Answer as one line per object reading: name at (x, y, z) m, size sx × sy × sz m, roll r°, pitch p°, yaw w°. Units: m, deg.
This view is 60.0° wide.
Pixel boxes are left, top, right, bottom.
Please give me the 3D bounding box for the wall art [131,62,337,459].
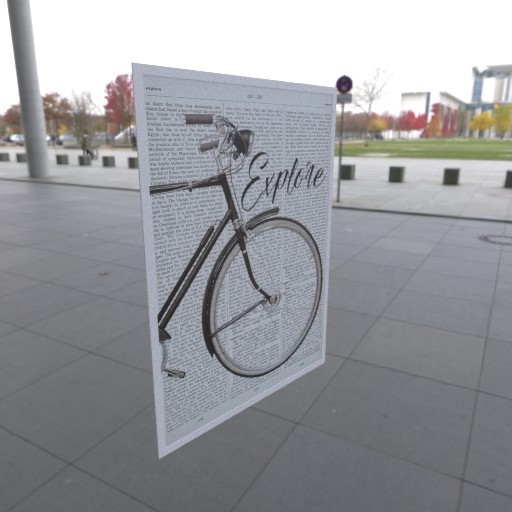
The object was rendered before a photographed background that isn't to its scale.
wall art at (0.000, 0.000, 0.811) m, size 0.003 × 0.610 × 0.457 m, roll 15°, pitch 21°, yaw 43°
